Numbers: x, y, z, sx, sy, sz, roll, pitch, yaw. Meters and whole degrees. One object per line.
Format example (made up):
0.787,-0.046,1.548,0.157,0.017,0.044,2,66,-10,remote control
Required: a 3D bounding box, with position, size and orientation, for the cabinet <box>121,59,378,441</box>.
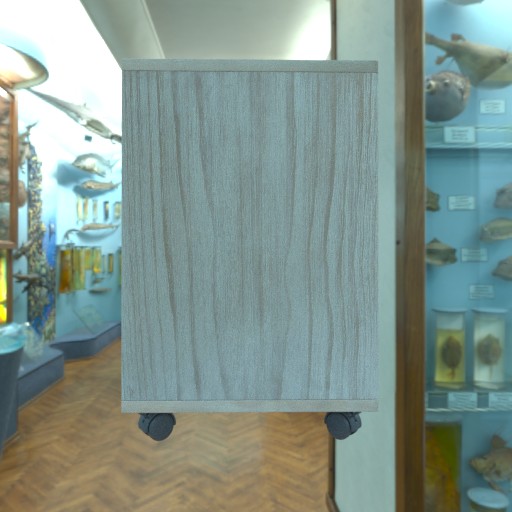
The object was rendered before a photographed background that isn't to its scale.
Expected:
0.000,0.000,0.857,0.401,0.579,0.409,0,0,-1,cabinet
